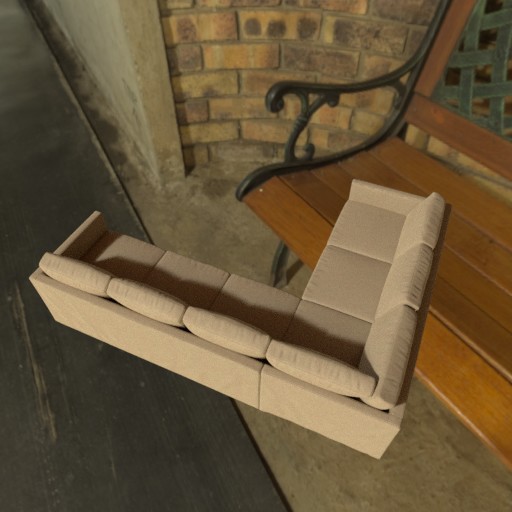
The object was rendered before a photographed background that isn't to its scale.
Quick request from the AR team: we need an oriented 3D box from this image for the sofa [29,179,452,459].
[{"bbox_3d":[0.000,0.000,4.258,3.182,0.871,2.432,19,52,15],"label":"sofa"}]
